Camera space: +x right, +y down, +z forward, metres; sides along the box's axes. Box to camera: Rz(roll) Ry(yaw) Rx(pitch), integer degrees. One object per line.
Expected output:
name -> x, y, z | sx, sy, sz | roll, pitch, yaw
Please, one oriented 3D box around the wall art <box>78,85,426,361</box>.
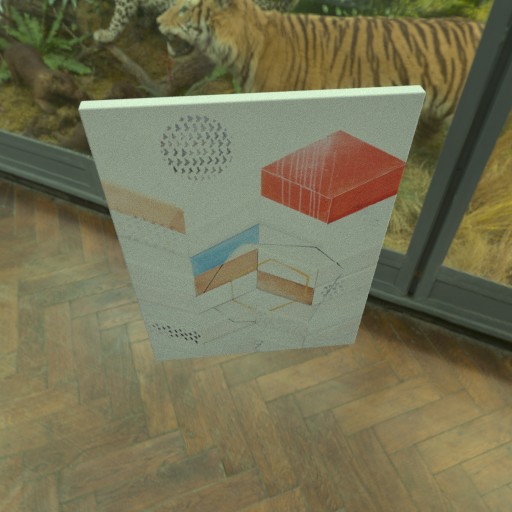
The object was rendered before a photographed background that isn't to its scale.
wall art -> 0.000, 0.000, 1.340 | 0.759, 1.014, 0.045 | -4, 46, -4
